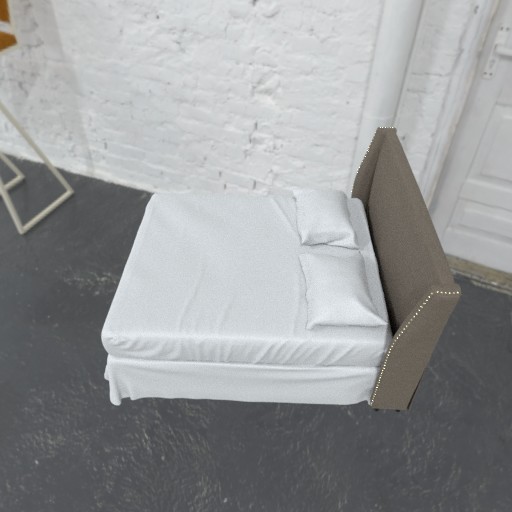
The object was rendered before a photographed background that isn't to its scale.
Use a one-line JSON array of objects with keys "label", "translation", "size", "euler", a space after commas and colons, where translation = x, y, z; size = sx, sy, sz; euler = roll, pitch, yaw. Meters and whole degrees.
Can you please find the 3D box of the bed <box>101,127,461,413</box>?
[{"label": "bed", "translation": [0.000, 0.000, 3.491], "size": [2.276, 1.332, 1.925], "euler": [2, 43, 2]}]
